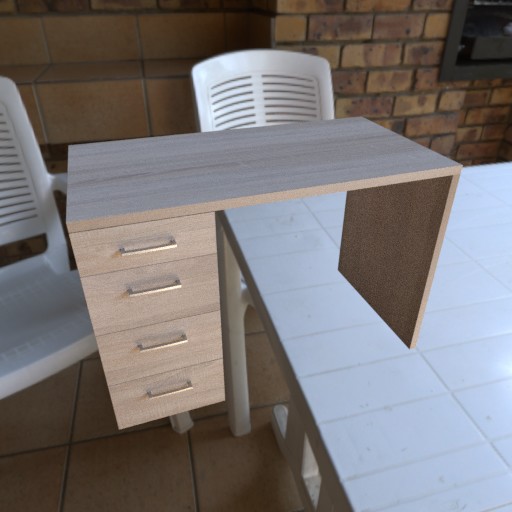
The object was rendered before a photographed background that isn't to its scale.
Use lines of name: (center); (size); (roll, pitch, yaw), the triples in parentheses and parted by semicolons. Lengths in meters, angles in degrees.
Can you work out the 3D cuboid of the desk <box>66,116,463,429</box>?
desk: (0.000, 0.000, 1.567); (1.100, 0.731, 0.600); (-10, 34, -16)
